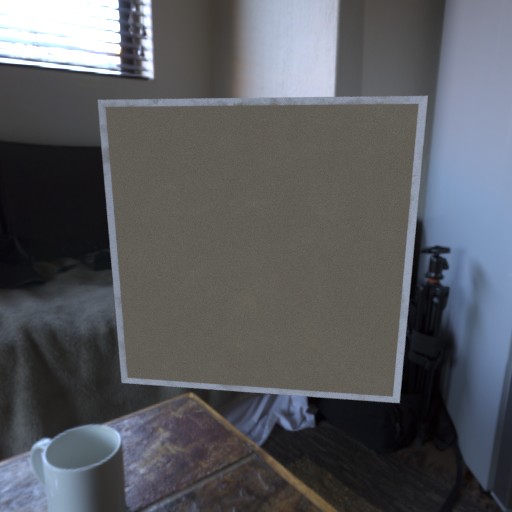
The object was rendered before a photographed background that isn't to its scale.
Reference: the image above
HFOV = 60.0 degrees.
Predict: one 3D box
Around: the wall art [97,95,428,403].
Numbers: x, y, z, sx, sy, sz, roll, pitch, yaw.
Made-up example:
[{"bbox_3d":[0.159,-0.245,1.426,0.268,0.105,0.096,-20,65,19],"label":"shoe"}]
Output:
[{"bbox_3d":[0.000,0.000,1.127,0.760,0.757,0.038,2,15,7],"label":"wall art"}]
